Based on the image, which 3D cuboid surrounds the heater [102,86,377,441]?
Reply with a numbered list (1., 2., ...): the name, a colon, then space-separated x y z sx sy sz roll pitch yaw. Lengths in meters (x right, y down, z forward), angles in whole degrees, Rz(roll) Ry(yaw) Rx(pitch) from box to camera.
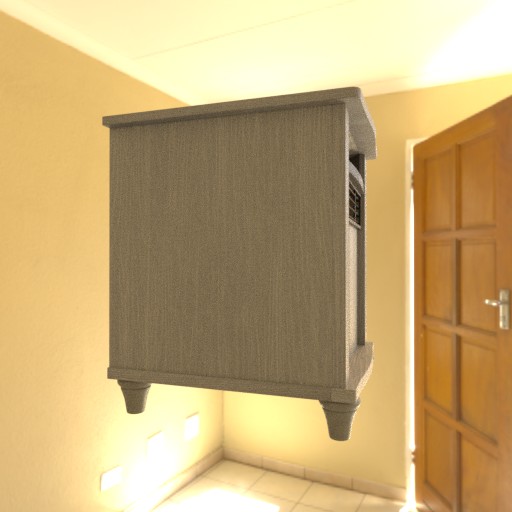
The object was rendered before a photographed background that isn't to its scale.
1. heater: 0.000 0.000 0.768 0.400 0.481 0.362 0 0 18
